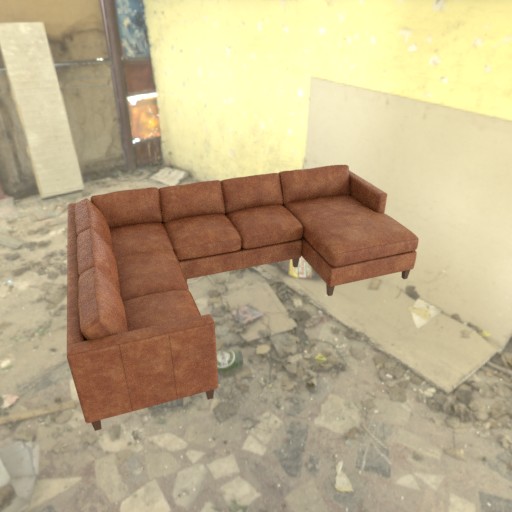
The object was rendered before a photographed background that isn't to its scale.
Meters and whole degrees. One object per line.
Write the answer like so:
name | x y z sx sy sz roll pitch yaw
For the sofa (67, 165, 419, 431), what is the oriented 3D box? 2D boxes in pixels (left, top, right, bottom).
sofa | 0.000 0.000 4.301 3.324 0.888 2.452 -10 32 -17
